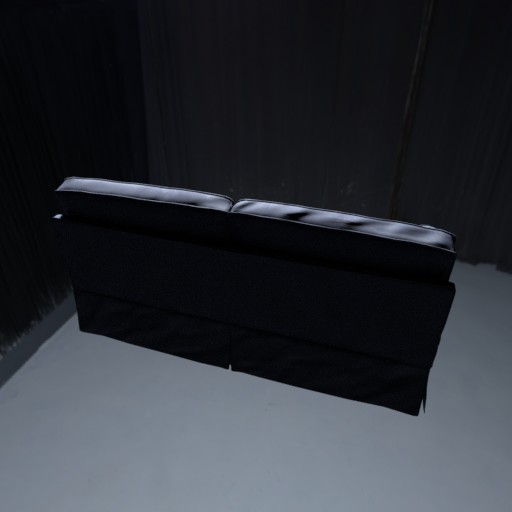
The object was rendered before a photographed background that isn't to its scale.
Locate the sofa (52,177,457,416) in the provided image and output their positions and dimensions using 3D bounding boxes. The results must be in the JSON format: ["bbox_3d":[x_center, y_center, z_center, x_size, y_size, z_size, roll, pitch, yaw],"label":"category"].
[{"bbox_3d":[0.000,0.000,2.821,2.256,1.094,0.983,10,33,16],"label":"sofa"}]
